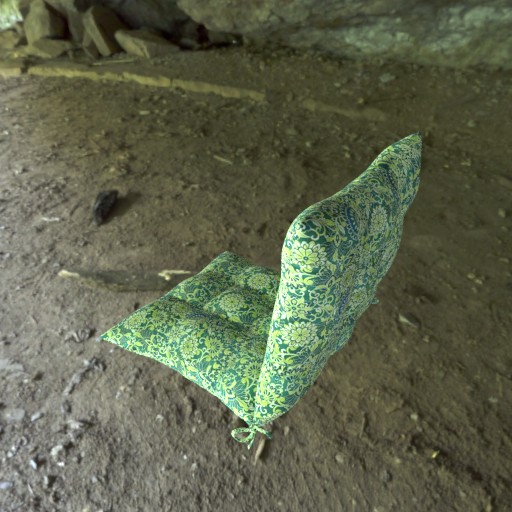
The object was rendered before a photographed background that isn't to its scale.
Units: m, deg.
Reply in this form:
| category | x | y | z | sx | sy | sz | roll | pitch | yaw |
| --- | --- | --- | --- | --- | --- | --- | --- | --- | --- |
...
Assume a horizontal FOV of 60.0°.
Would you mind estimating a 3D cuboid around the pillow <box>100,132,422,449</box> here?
| category | x | y | z | sx | sy | sz | roll | pitch | yaw |
| --- | --- | --- | --- | --- | --- | --- | --- | --- | --- |
| pillow | 0.000 | 0.000 | 1.007 | 0.585 | 0.536 | 0.541 | 21 | 38 | 29 |
